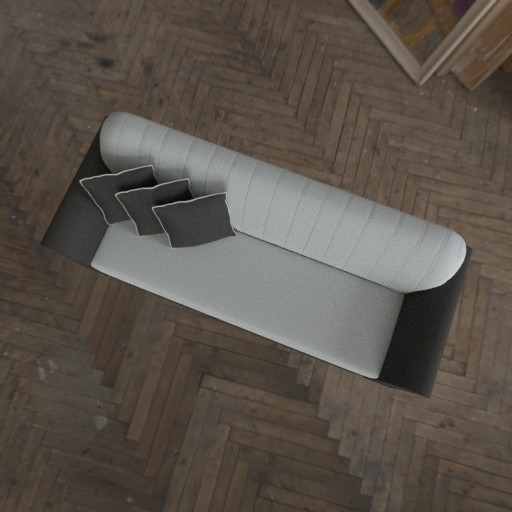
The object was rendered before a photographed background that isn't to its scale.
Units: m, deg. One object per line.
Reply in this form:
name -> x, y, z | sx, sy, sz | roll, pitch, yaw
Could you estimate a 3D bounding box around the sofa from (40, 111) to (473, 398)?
sofa -> 0.000, 0.000, 2.369 | 2.001, 0.787, 0.755 | 21, 78, 5
